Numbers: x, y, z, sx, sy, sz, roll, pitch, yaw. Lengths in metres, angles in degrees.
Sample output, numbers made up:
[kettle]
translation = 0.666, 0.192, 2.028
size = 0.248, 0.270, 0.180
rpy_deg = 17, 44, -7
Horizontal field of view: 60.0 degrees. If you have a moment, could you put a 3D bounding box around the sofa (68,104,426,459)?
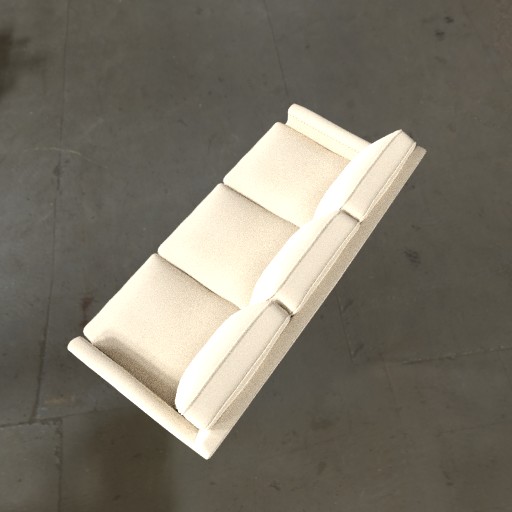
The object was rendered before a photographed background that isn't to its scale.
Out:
[sofa]
translation = 0.000, 0.000, 2.809
size = 1.084, 1.003, 2.246
rpy_deg = 33, 68, 15
